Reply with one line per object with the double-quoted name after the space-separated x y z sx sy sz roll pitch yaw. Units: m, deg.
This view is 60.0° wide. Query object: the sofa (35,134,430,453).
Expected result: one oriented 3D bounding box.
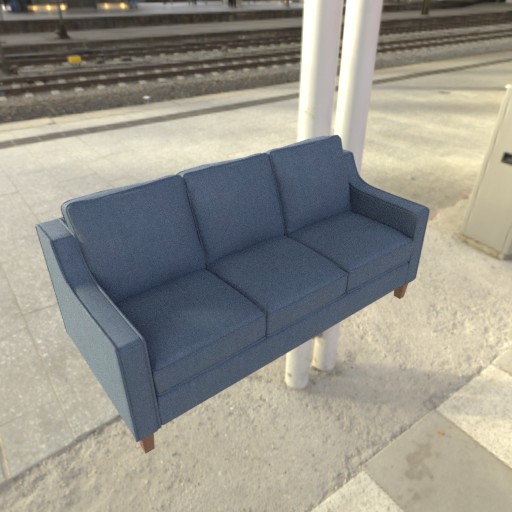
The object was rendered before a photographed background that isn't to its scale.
0.000 0.000 2.510 1.986 0.974 0.911 -22 38 -32 "sofa"
